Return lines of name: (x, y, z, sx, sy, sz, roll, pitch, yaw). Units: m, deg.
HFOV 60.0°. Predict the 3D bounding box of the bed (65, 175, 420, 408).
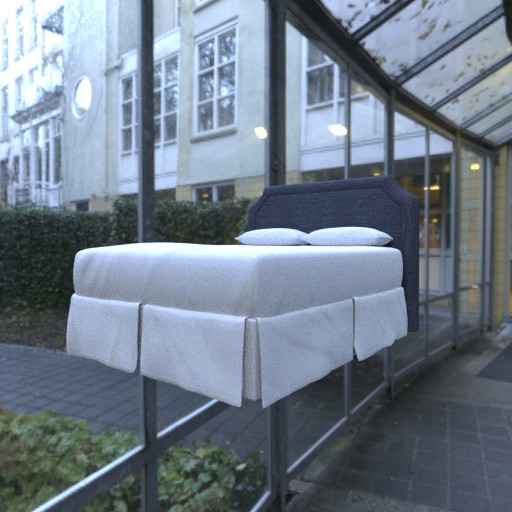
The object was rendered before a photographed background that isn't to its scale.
bed: (0.000, 0.000, 3.207, 1.693, 1.290, 2.116, 1, 2, 37)
